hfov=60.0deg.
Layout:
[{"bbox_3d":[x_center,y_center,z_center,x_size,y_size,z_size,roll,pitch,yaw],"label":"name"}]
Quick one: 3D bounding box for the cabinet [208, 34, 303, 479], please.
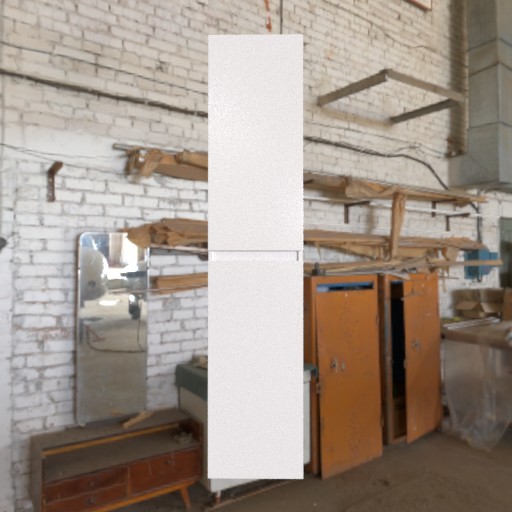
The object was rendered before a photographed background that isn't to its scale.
[{"bbox_3d":[0.000,0.000,1.531,0.300,1.400,0.269,0,0,1],"label":"cabinet"}]
